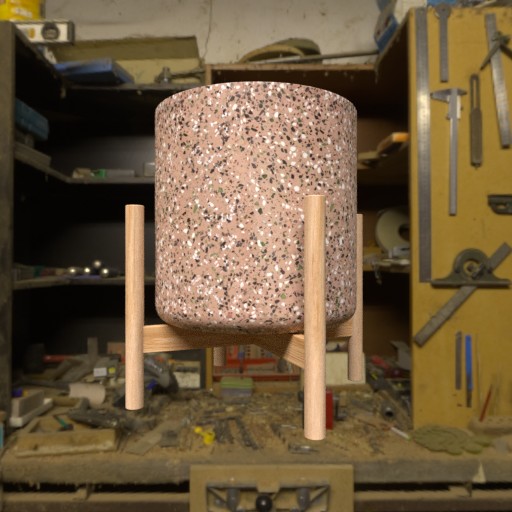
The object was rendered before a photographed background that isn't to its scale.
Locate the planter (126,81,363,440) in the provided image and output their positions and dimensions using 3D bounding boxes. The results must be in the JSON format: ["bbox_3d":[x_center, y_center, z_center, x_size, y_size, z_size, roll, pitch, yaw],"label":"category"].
[{"bbox_3d":[0.000,0.000,0.683,0.360,0.419,0.360,0,0,0],"label":"planter"}]
